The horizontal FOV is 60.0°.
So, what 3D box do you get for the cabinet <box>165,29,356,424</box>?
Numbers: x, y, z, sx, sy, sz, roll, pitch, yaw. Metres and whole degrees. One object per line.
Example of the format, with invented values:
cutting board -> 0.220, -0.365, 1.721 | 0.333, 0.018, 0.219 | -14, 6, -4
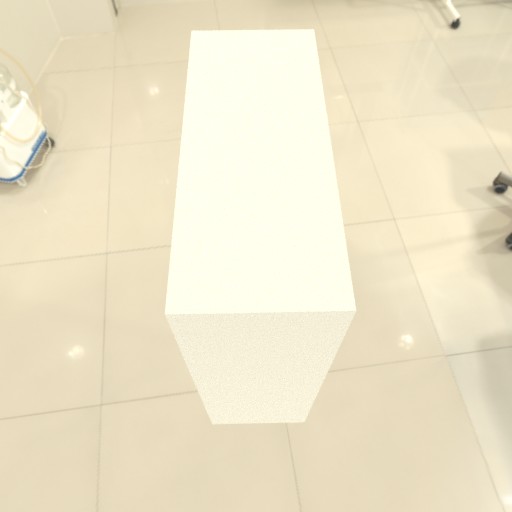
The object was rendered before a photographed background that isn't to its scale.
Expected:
cabinet -> 0.000, 0.000, 1.692 | 0.400, 1.190, 1.000 | -1, 59, -1
